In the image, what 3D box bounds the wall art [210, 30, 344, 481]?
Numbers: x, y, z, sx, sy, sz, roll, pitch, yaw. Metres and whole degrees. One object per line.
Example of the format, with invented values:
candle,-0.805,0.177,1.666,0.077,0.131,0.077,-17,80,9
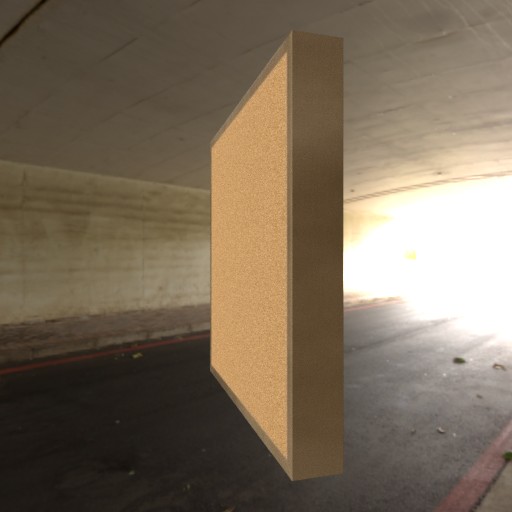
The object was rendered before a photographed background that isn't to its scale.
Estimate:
wall art,0.000,0.000,0.449,0.038,0.303,0.305,0,0,-16
